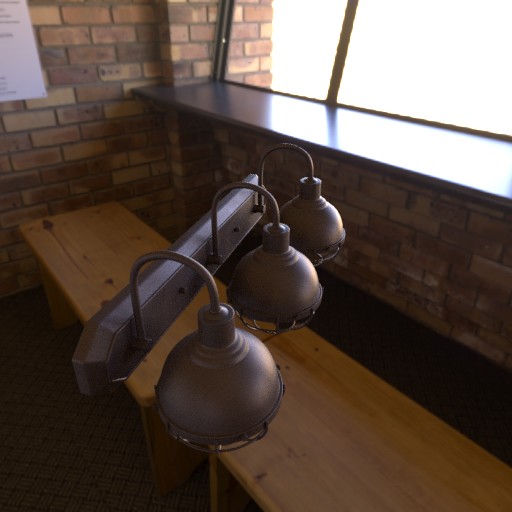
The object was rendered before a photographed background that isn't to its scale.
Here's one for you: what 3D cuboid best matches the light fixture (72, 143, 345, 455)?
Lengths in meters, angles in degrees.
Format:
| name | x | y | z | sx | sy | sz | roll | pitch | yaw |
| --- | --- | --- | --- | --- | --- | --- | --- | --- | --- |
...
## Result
| name | x | y | z | sx | sy | sz | roll | pitch | yaw |
| --- | --- | --- | --- | --- | --- | --- | --- | --- | --- |
| light fixture | 0.000 | 0.000 | 0.742 | 0.229 | 0.254 | 0.634 | 10 | 31 | 17 |
